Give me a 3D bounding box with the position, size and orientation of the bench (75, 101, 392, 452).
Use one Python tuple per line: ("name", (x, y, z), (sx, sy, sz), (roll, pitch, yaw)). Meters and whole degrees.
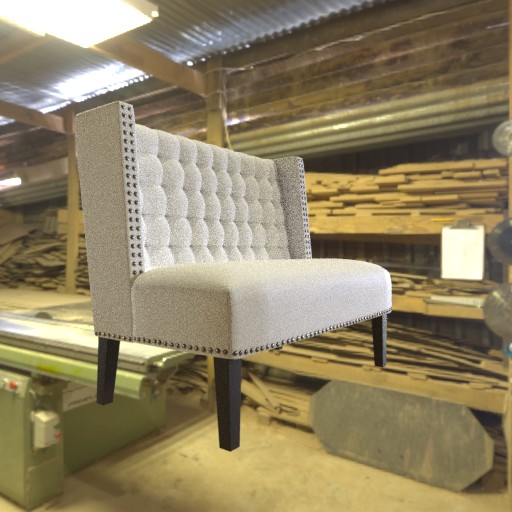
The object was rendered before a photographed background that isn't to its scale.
("bench", (0.000, 0.000, 1.991), (0.847, 1.123, 1.280), (1, 1, 37))
